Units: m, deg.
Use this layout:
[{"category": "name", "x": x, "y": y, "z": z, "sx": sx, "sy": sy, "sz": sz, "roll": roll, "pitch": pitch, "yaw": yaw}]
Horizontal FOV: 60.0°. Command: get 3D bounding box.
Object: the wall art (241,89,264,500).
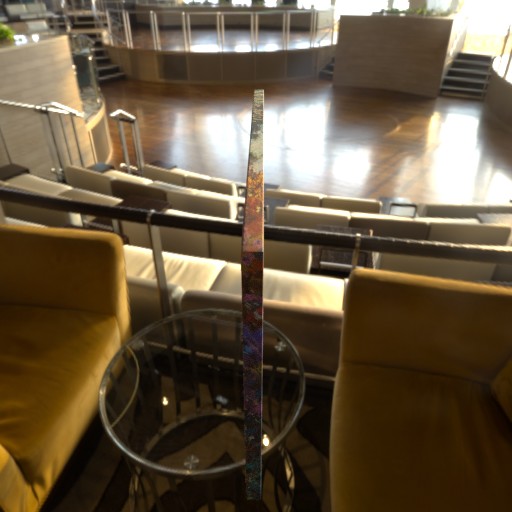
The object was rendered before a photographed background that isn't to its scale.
[{"category": "wall art", "x": 0.000, "y": 0.000, "z": 1.408, "sx": 0.042, "sy": 0.760, "sz": 1.136, "roll": 0, "pitch": 33, "yaw": 1}]
